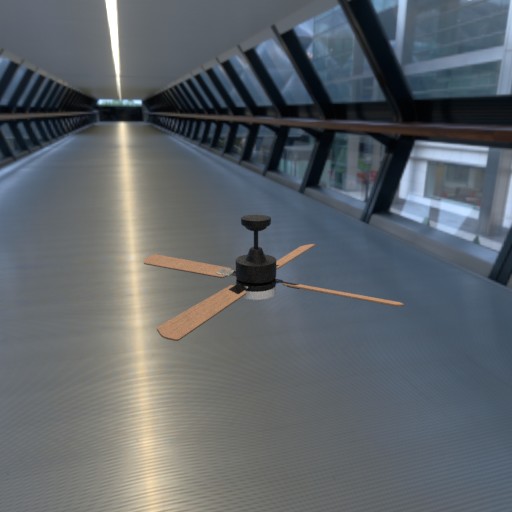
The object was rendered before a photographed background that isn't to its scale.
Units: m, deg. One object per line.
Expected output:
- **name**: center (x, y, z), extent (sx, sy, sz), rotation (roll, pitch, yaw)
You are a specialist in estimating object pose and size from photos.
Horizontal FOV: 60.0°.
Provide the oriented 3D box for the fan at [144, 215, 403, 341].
- **fan**: center (0.000, 0.000, 2.018), extent (1.320, 0.355, 1.320), rotation (9, 19, 27)
